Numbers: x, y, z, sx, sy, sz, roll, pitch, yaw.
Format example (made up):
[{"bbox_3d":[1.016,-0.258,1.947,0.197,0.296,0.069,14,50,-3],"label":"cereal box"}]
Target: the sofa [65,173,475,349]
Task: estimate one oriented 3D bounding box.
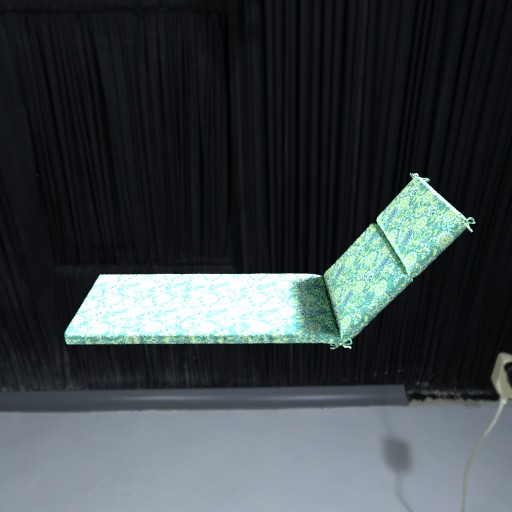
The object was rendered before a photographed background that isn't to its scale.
[{"bbox_3d":[0.000,0.000,2.017,1.663,0.622,0.582,0,27,0],"label":"sofa"}]
